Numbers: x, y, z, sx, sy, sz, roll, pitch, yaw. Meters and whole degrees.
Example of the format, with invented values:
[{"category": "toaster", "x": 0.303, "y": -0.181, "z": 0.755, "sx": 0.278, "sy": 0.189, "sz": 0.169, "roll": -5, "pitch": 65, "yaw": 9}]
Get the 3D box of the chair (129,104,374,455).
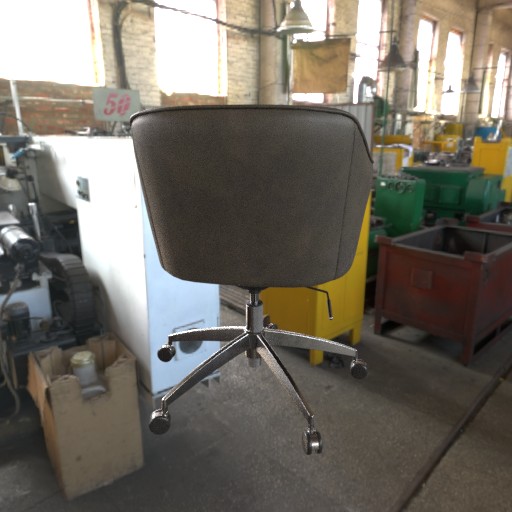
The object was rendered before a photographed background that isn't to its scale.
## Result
[{"category": "chair", "x": 0.000, "y": 0.000, "z": 1.326, "sx": 0.713, "sy": 0.827, "sz": 0.689, "roll": 3, "pitch": 16, "yaw": 9}]
